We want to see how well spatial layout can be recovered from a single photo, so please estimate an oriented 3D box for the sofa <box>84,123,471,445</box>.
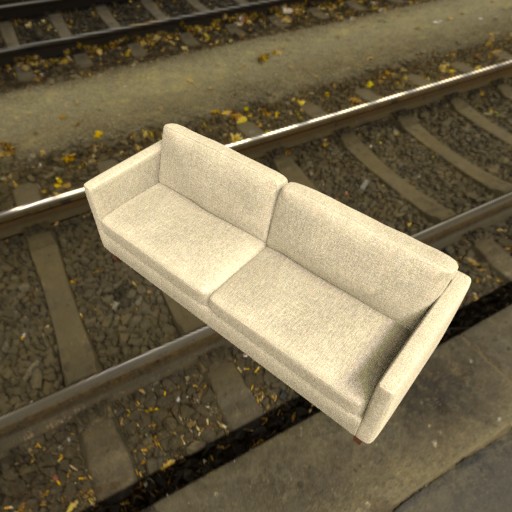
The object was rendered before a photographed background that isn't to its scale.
[{"bbox_3d":[0.000,0.000,2.972,2.434,0.951,0.948,32,54,26],"label":"sofa"}]
